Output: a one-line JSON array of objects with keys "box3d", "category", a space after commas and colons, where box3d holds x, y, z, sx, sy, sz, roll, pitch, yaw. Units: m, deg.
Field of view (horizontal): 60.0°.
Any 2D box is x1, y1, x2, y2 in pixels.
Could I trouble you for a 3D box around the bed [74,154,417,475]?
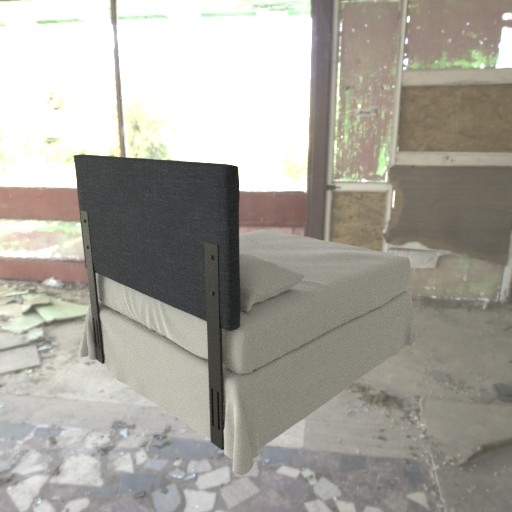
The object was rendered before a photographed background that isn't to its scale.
[{"box3d": [0.000, 0.000, 3.487, 1.936, 1.577, 2.222, 14, 21, 42], "category": "bed"}]
